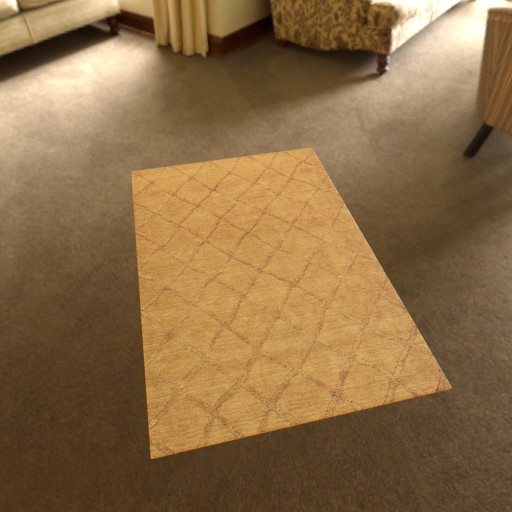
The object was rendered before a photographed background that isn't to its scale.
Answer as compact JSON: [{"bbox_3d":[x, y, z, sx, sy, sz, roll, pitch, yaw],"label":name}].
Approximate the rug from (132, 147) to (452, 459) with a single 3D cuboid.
[{"bbox_3d":[0.000,0.000,2.927,1.528,0.014,2.292,-10,47,-9],"label":"rug"}]
